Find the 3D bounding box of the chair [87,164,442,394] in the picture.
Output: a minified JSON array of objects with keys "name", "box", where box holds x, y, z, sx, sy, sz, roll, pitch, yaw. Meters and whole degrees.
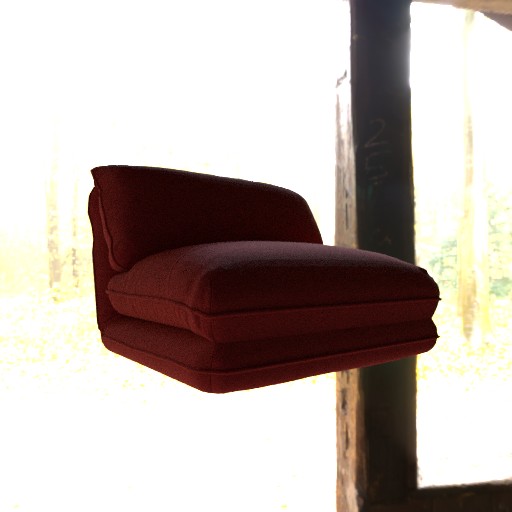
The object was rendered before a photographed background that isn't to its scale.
[{"name":"chair","box":[0.000,0.000,1.346,0.820,0.580,0.780,1,-2,-37]}]
